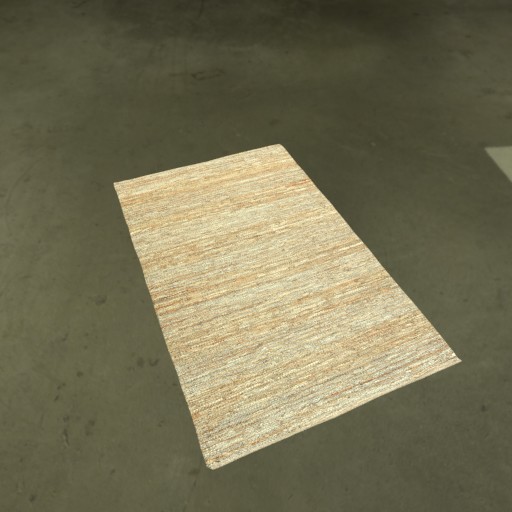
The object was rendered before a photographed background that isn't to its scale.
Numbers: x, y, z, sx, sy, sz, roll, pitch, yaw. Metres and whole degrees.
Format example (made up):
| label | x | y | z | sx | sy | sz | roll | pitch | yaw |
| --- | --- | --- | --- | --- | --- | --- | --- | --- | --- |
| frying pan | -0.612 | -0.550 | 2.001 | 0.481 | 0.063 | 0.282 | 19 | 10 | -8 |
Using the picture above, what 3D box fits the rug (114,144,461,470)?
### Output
| label | x | y | z | sx | sy | sz | roll | pitch | yaw |
| --- | --- | --- | --- | --- | --- | --- | --- | --- | --- |
| rug | 0.000 | 0.000 | 3.098 | 1.529 | 0.009 | 2.446 | -17 | 49 | -16 |
